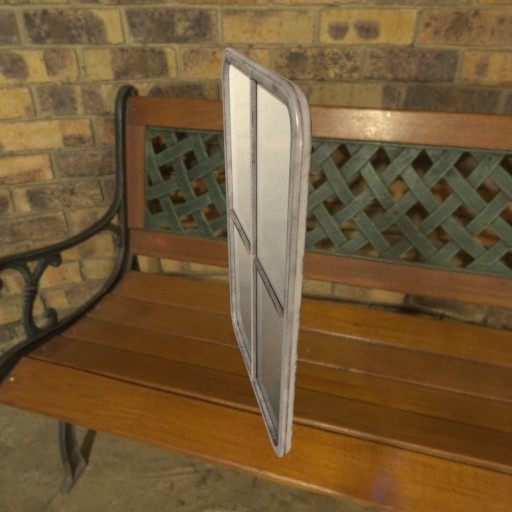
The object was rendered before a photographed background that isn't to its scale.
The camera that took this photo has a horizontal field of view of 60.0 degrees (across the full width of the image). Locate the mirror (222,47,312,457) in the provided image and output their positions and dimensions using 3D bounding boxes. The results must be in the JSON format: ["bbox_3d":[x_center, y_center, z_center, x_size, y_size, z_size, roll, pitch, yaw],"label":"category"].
[{"bbox_3d":[0.000,0.000,0.874,0.024,0.713,0.461,-8,33,-13],"label":"mirror"}]
